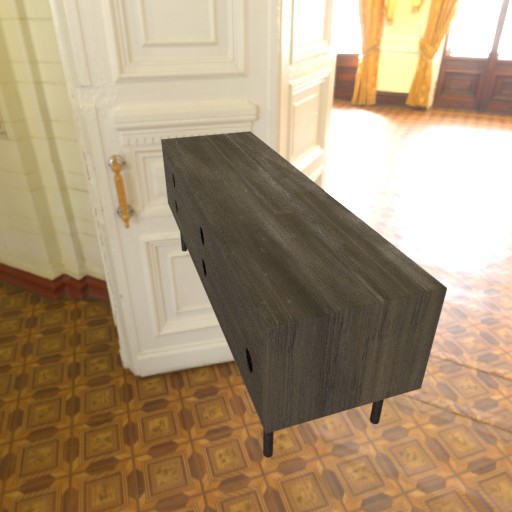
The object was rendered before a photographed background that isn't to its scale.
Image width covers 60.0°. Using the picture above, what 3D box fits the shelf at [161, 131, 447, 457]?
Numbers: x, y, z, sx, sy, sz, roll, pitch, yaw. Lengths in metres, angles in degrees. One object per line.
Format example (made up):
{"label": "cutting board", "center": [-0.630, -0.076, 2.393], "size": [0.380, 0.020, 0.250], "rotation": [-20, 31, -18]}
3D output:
{"label": "shelf", "center": [0.000, 0.000, 1.513], "size": [0.400, 0.495, 1.300], "rotation": [-10, 32, -16]}
